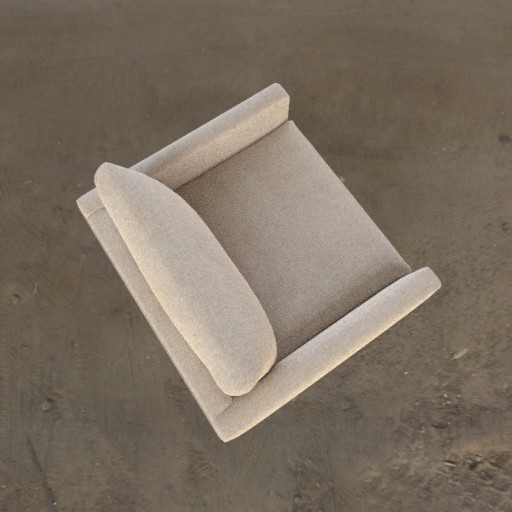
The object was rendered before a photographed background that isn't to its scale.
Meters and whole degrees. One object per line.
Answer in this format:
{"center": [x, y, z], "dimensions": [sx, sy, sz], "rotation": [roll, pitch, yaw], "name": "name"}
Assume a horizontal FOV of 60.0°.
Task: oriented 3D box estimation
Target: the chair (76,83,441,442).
{"center": [0.000, 0.000, 1.646], "dimensions": [0.866, 0.861, 0.963], "rotation": [-33, 77, -9], "name": "chair"}
